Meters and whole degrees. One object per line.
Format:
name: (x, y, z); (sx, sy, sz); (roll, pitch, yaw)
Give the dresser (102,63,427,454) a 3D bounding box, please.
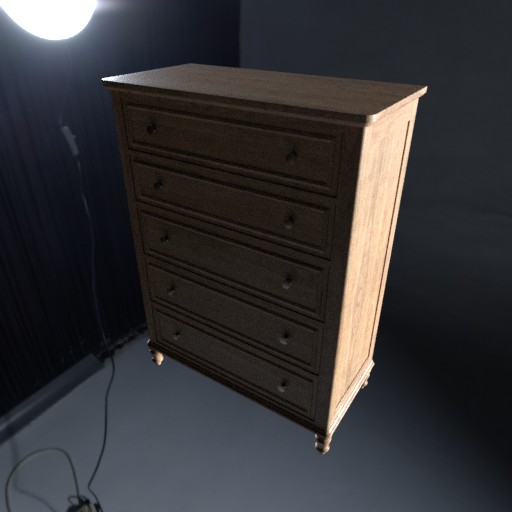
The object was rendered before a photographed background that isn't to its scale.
dresser: (0.000, 0.000, 1.786); (0.973, 1.318, 0.484); (18, 35, 28)
